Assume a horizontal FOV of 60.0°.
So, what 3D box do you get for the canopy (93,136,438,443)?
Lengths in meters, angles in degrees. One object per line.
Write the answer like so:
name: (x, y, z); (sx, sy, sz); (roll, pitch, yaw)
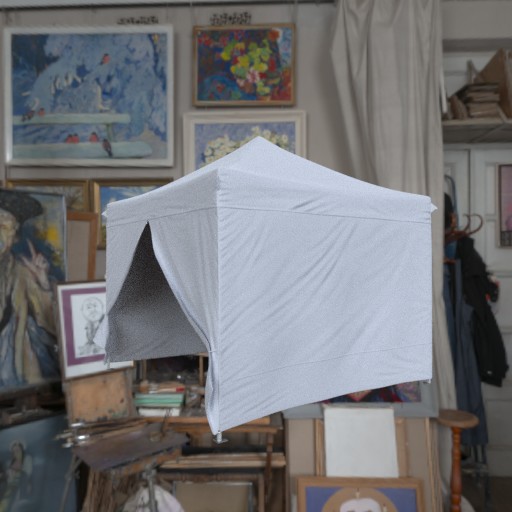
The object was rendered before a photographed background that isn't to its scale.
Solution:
canopy: (0.000, 0.000, 5.479); (3.121, 2.997, 3.043); (0, 0, -36)
